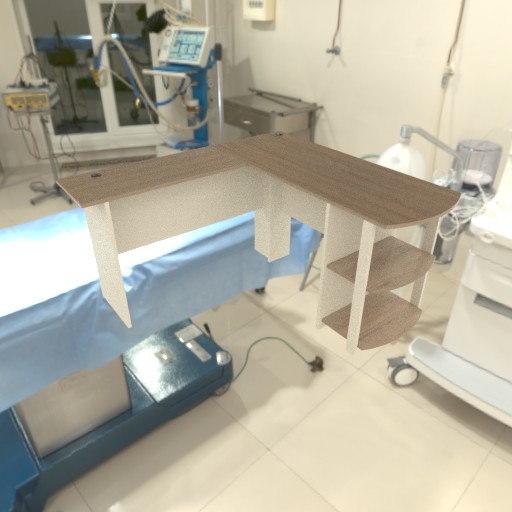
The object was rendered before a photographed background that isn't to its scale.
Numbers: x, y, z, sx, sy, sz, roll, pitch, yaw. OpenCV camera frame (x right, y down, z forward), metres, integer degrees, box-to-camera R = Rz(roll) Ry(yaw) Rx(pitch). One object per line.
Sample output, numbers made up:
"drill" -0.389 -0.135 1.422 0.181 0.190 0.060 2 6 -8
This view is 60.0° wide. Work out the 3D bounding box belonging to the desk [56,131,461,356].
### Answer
"desk" 0.000 0.000 2.163 1.361 0.716 1.303 -22 37 -31
